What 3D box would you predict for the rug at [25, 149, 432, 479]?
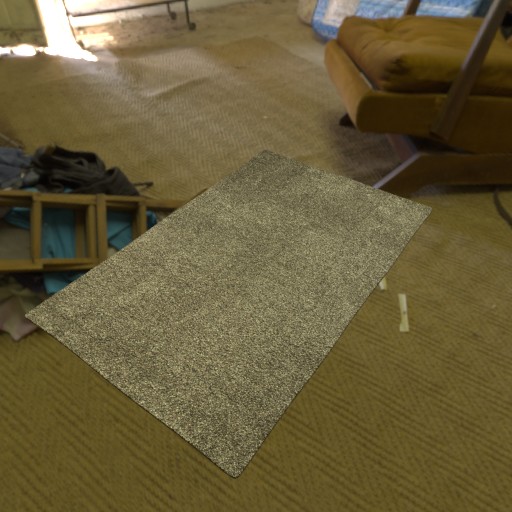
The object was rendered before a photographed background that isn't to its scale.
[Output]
[{"bbox_3d":[0.000,0.000,2.864,1.501,0.025,2.352,26,48,26],"label":"rug"}]
